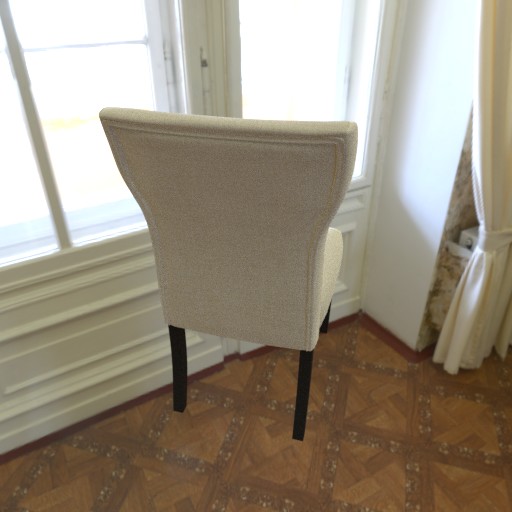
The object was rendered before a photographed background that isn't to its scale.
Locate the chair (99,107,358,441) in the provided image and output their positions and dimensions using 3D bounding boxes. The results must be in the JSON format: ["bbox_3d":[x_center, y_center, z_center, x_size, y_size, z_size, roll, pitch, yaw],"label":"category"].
[{"bbox_3d":[0.000,0.000,1.270,0.509,0.921,0.597,8,33,13],"label":"chair"}]
